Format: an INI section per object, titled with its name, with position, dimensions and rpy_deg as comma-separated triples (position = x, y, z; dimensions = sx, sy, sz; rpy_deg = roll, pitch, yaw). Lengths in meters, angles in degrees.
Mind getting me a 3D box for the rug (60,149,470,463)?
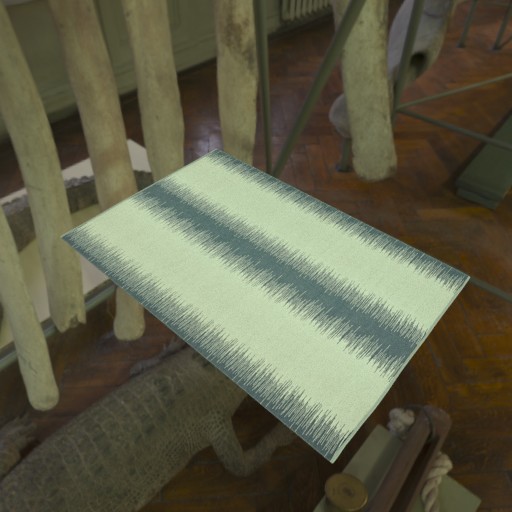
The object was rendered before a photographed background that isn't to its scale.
[rug]
position = 0.000, 0.000, 2.376
dimensions = 1.854, 0.006, 1.234
rpy_deg = 32, 53, 28
